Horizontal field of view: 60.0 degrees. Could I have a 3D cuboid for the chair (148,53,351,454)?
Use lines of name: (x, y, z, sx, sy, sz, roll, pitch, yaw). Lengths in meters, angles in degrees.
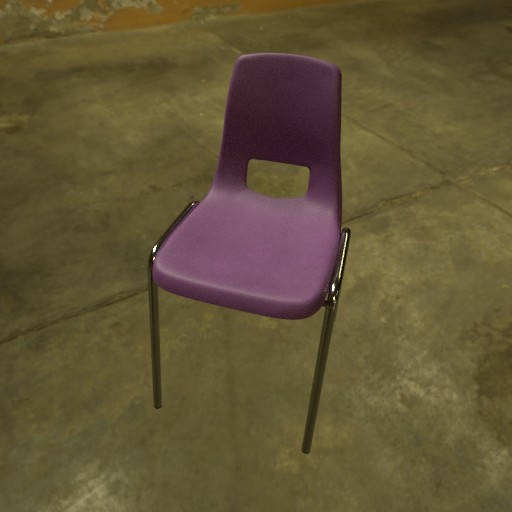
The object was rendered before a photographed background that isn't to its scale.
chair: (0.000, 0.000, 0.944, 0.381, 0.704, 0.432, 12, 41, 13)
